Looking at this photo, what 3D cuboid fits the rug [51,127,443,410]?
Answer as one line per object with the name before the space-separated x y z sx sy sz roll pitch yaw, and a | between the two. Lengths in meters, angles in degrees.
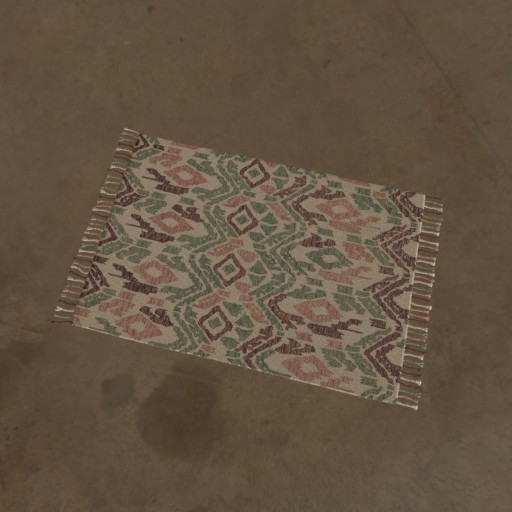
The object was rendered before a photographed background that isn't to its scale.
rug | 0.000 0.000 3.054 2.438 0.011 1.524 13 73 4
